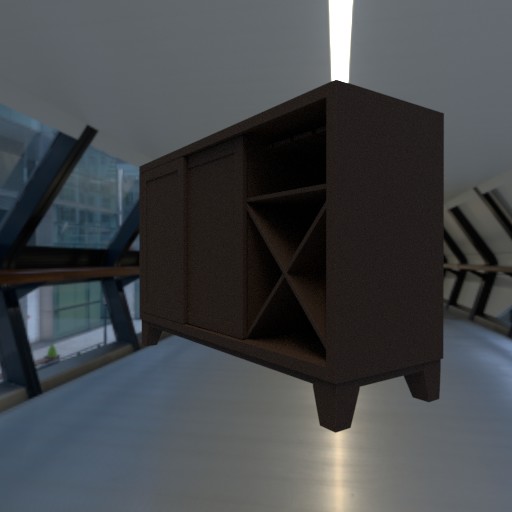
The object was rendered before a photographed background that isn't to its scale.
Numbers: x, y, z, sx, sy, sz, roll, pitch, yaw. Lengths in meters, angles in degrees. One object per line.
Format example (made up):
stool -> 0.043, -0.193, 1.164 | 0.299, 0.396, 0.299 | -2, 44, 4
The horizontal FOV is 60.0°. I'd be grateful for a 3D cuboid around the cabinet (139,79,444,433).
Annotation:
cabinet -> 0.000, 0.000, 1.847 | 0.482, 0.914, 1.396 | 0, 0, -35
